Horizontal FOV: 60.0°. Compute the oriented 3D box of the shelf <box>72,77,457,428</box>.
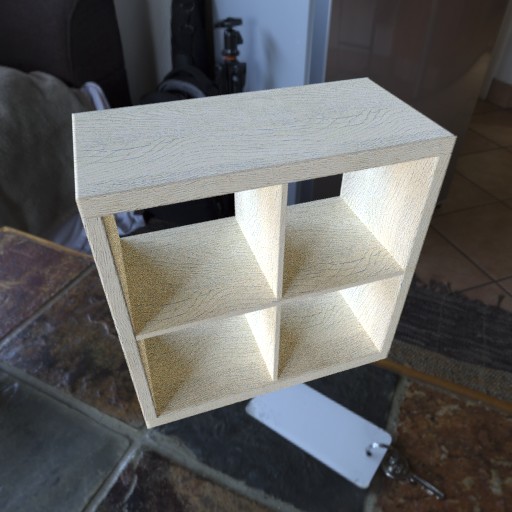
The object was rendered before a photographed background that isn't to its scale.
[{"bbox_3d":[0.000,0.000,1.261,0.790,0.786,0.390,-12,42,-14],"label":"shelf"}]
